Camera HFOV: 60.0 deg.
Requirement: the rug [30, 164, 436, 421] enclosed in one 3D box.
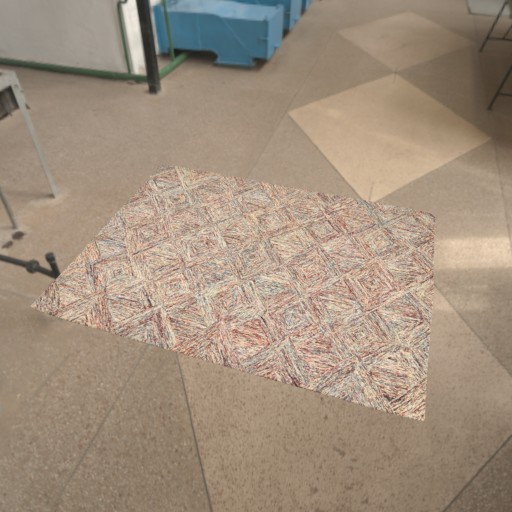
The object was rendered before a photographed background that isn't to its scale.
[{"bbox_3d":[0.000,0.000,4.198,3.226,0.024,2.436,13,44,13],"label":"rug"}]
